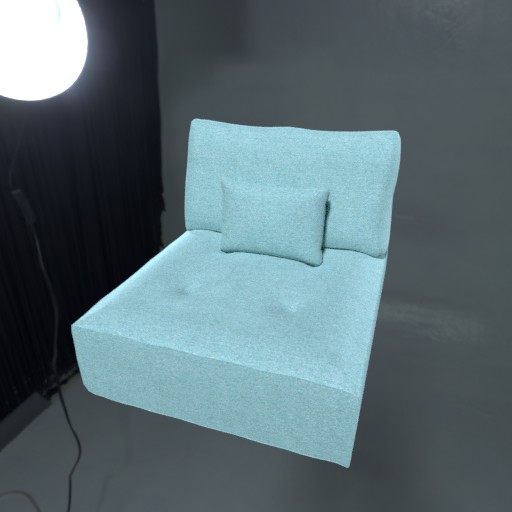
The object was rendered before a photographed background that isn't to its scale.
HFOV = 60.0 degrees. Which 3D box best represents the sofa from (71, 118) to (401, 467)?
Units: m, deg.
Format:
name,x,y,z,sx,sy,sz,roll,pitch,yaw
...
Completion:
name,x,y,z,sx,sy,sz,roll,pitch,yaw
sofa,0.000,0.000,1.674,0.930,0.820,1.000,9,28,17
